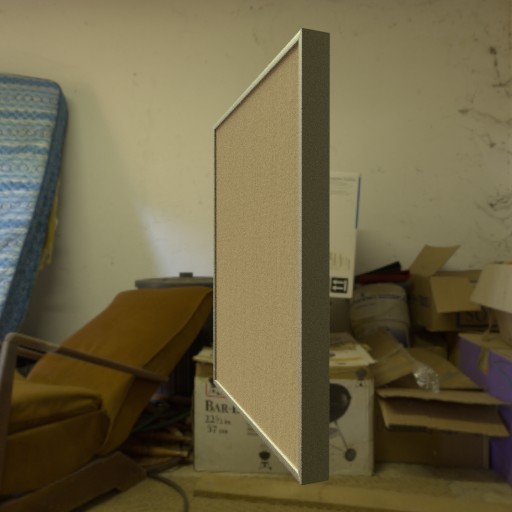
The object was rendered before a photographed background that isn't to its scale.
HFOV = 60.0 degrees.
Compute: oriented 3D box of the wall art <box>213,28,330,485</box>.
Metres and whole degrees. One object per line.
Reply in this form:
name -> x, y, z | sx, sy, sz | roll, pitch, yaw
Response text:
wall art -> 0.000, 0.000, 0.752 | 0.039, 0.553, 0.445 | 0, 1, -19
